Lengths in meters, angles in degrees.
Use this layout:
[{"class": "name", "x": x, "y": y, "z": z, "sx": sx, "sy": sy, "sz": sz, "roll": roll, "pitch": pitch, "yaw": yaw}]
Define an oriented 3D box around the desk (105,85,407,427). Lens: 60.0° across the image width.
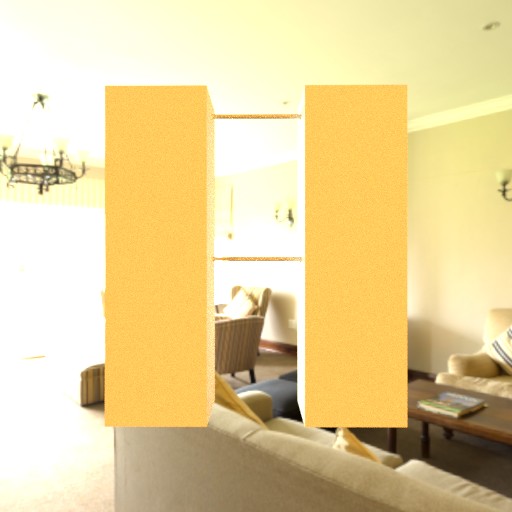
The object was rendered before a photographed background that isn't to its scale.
[{"class": "desk", "x": 0.000, "y": 0.000, "z": 2.833, "sx": 1.770, "sy": 2.000, "sz": 0.480, "roll": 0, "pitch": 0, "yaw": 0}]
